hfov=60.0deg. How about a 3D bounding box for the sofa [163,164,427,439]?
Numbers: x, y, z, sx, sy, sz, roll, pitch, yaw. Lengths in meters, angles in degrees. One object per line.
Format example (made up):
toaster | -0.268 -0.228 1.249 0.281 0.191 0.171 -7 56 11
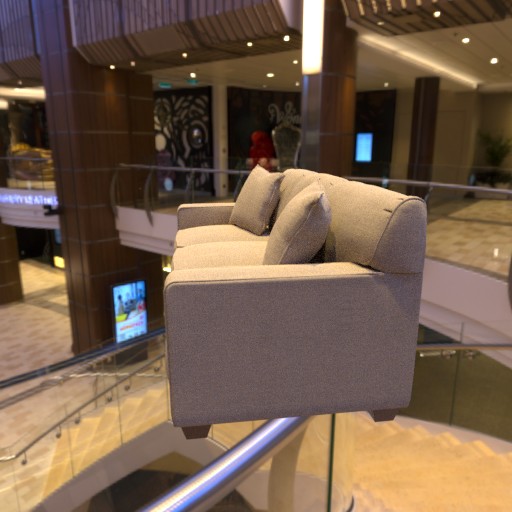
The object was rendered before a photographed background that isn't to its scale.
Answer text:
sofa | 0.000 0.000 2.565 0.997 0.958 2.024 -2 15 -8
